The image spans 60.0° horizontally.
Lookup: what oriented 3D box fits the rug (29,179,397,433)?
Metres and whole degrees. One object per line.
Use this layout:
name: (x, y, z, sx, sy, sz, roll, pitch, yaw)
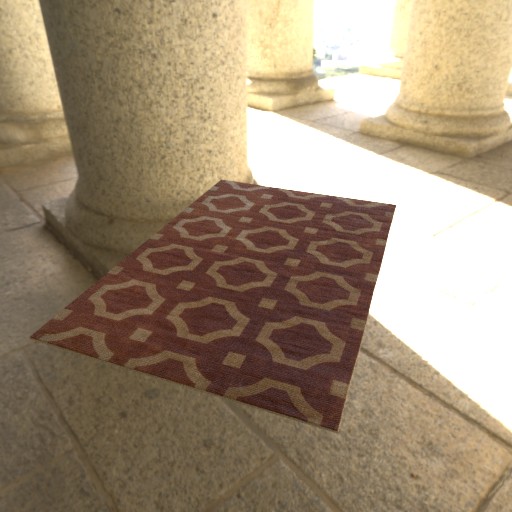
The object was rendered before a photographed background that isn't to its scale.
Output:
rug: (0.000, 0.000, 2.881, 1.555, 0.016, 2.286, 11, 33, 18)
